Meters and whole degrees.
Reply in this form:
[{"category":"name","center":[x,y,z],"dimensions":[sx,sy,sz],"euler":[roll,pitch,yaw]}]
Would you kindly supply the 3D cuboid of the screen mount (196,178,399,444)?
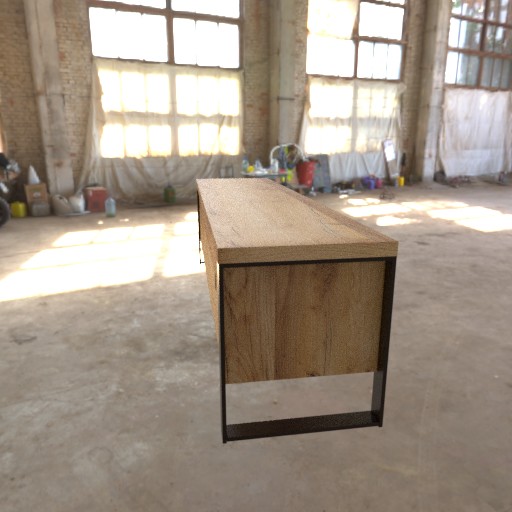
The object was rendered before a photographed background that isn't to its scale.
[{"category":"screen mount","center":[0.000,0.000,1.684],"dimensions":[0.395,0.450,1.524],"euler":[-2,15,-9]}]
